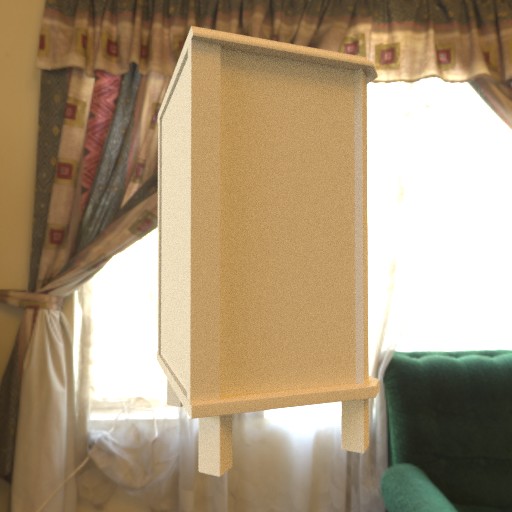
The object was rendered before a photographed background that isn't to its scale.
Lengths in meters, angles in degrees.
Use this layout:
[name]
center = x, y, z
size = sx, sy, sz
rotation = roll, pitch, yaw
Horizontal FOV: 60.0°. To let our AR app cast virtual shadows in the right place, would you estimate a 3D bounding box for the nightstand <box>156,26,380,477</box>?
[nightstand]
center = 0.000, 0.000, 0.910
size = 0.351, 0.681, 0.435
rotation = 0, -1, -19
